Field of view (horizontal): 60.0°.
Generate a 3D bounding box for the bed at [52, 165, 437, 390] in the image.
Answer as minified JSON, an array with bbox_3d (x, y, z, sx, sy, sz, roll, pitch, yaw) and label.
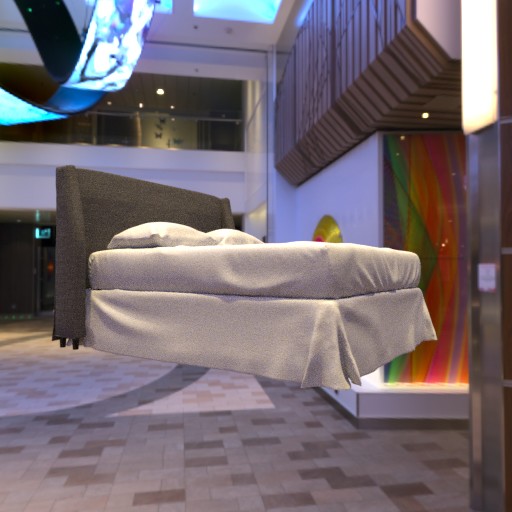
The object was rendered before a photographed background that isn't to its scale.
[{"bbox_3d":[0.000,0.000,3.359,2.276,1.332,1.925,-1,-2,34],"label":"bed"}]
